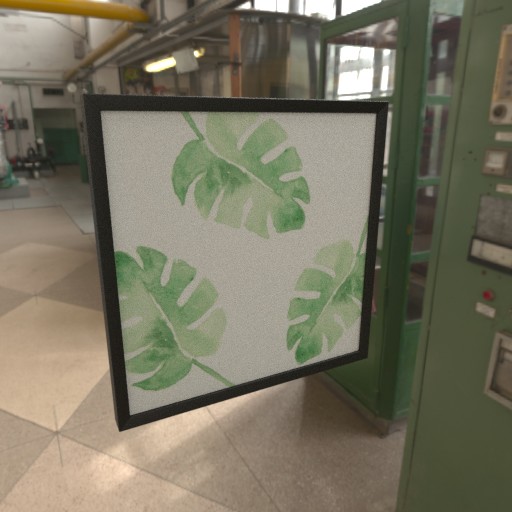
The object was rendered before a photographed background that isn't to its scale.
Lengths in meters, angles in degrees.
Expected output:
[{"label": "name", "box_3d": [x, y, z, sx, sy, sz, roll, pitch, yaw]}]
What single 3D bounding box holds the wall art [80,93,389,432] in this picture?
[{"label": "wall art", "box_3d": [0.000, 0.000, 0.758, 0.508, 0.508, 0.036, -8, 19, -26]}]
